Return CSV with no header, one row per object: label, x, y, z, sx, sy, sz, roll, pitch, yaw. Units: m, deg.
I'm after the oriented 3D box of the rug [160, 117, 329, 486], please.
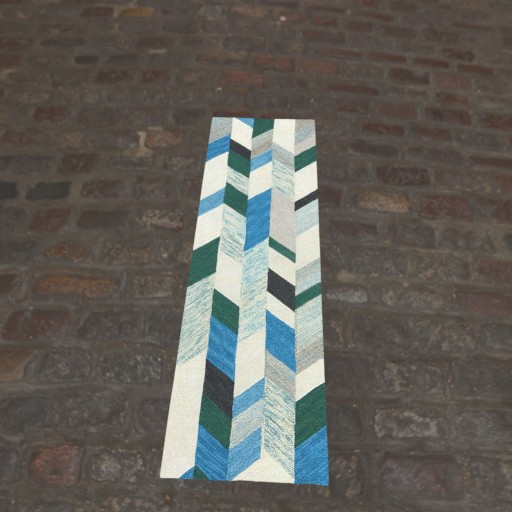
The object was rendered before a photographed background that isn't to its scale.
rug,0.000,0.000,2.667,0.774,0.008,2.437,2,58,1
